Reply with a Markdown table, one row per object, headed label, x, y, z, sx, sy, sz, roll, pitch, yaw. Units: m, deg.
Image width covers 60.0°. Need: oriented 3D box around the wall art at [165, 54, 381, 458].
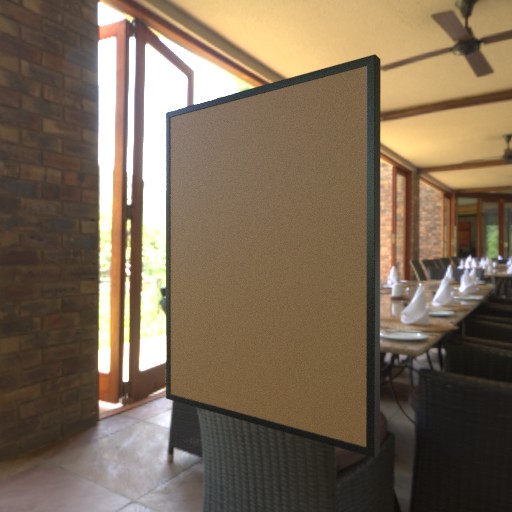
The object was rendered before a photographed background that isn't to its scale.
| label | x | y | z | sx | sy | sz | roll | pitch | yaw |
| --- | --- | --- | --- | --- | --- | --- | --- | --- | --- |
| wall art | 0.000 | 0.000 | 1.418 | 0.804 | 1.061 | 0.039 | 0 | 0 | 36 |
